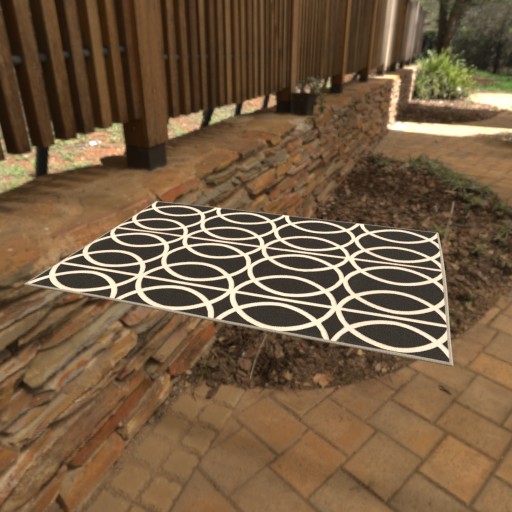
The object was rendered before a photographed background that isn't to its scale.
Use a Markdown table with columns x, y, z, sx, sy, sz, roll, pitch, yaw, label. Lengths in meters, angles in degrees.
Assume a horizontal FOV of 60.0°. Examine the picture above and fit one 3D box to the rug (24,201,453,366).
| x | y | z | sx | sy | sz | roll | pitch | yaw | label |
| --- | --- | --- | --- | --- | --- | --- | --- | --- | --- |
| 0.000 | 0.000 | 2.858 | 2.294 | 0.014 | 1.528 | 8 | 27 | 16 | rug |
